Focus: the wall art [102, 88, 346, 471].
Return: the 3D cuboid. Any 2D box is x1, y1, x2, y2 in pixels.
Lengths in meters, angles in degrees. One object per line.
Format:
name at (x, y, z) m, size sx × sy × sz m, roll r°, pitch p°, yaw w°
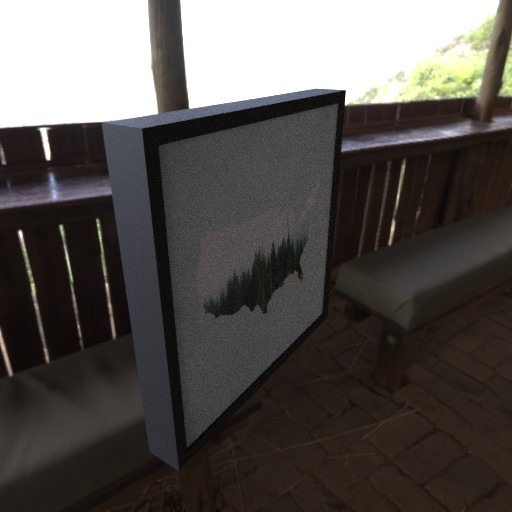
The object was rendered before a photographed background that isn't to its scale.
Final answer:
wall art at (0.000, 0.000, 0.460) m, size 0.038 × 0.304 × 0.304 m, roll 16°, pitch 30°, yaw 31°
